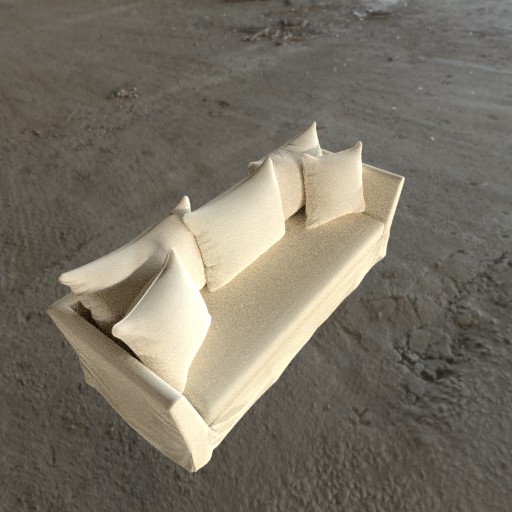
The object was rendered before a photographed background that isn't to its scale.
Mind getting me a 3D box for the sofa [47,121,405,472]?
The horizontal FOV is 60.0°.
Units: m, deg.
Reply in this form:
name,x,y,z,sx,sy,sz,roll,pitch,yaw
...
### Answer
name,x,y,z,sx,sy,sz,roll,pitch,yaw
sofa,0.000,0.000,3.055,1.030,1.042,2.484,27,48,28
